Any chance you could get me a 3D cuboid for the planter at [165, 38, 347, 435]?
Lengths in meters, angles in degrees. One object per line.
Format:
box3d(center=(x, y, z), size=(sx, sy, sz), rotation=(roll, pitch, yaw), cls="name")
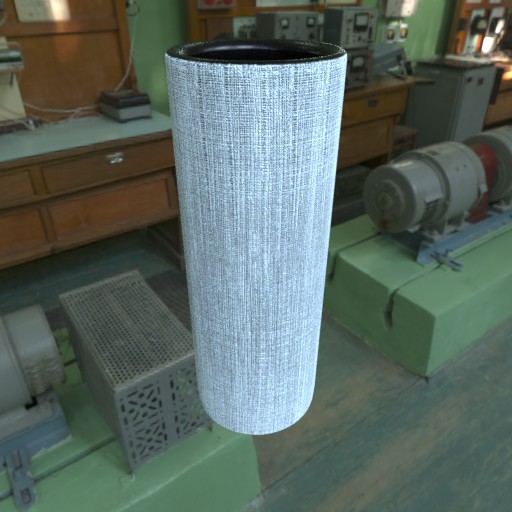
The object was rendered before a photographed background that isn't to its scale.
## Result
box3d(center=(0.000, 0.000, 0.316), size=(0.100, 0.270, 0.100), rotation=(-22, 38, -31), cls="planter")
